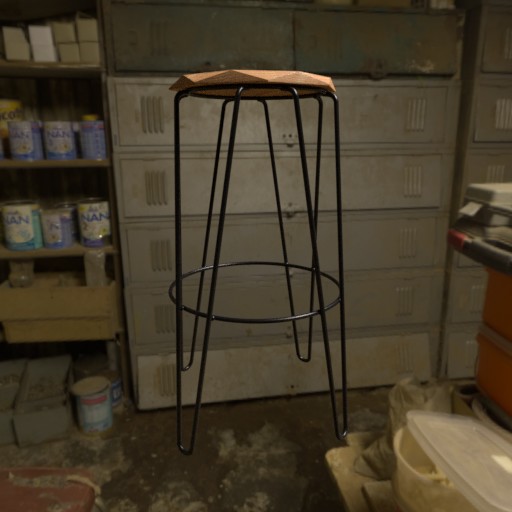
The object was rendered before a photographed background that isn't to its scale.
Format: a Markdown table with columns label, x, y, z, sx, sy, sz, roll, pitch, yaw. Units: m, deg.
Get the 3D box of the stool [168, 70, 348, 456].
| label | x | y | z | sx | sy | sz | roll | pitch | yaw |
| --- | --- | --- | --- | --- | --- | --- | --- | --- | --- |
| stool | 0.000 | 0.000 | 0.822 | 0.326 | 0.610 | 0.326 | -2 | 16 | -8 |
